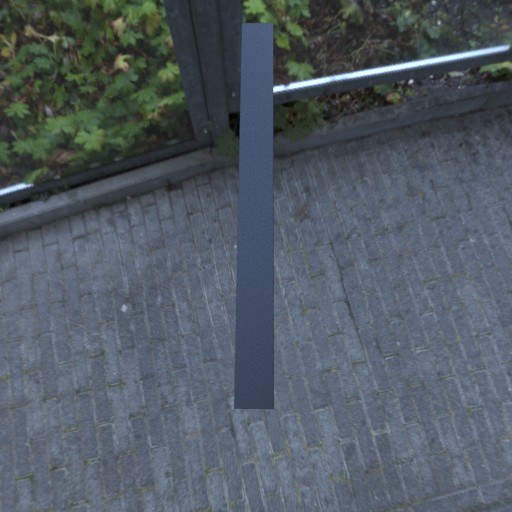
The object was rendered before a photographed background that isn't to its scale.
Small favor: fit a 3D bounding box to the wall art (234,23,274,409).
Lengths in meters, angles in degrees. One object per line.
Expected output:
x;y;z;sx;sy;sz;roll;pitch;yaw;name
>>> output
0.000;0.000;0.534;0.028;0.380;0.325;0;75;0;wall art
